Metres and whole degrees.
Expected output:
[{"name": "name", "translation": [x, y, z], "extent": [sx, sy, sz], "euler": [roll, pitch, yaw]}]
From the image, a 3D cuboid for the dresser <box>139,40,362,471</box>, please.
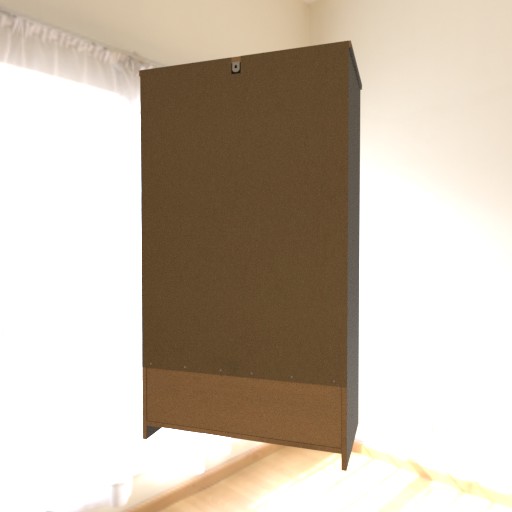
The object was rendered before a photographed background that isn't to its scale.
[{"name": "dresser", "translation": [0.000, 0.000, 1.585], "extent": [0.704, 1.255, 0.399], "euler": [0, 1, 18]}]
